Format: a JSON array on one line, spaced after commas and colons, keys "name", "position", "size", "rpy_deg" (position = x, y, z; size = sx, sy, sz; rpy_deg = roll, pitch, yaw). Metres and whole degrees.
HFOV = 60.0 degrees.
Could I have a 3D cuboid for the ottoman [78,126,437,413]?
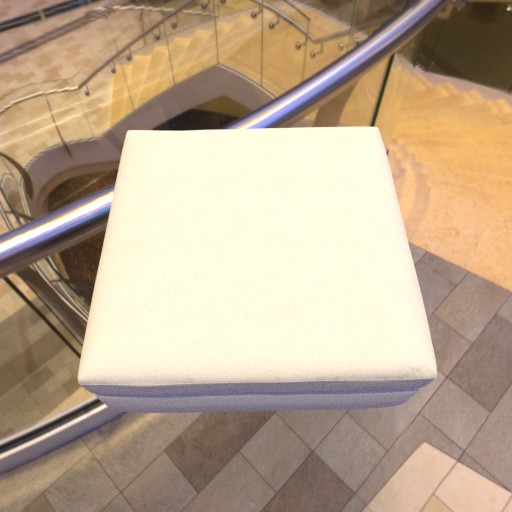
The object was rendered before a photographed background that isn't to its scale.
[{"name": "ottoman", "position": [0.000, 0.000, 1.817], "size": [1.163, 0.482, 1.167], "rpy_deg": [-1, 58, -1]}]
